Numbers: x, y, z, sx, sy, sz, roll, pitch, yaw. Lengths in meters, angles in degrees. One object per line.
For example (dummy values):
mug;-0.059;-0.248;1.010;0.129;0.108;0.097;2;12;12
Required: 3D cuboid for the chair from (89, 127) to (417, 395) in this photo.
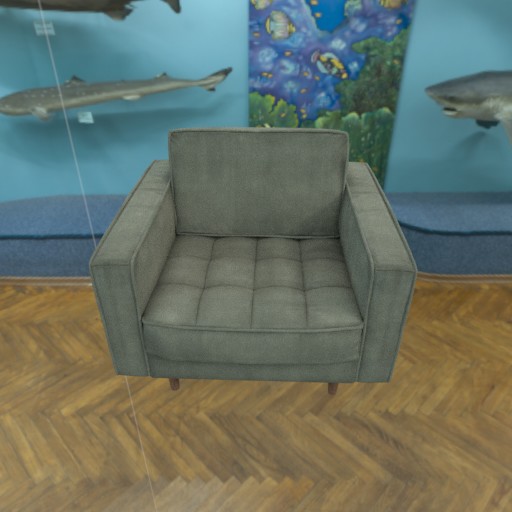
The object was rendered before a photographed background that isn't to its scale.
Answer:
chair;0.000;0.000;1.576;0.928;0.773;0.843;1;33;2
